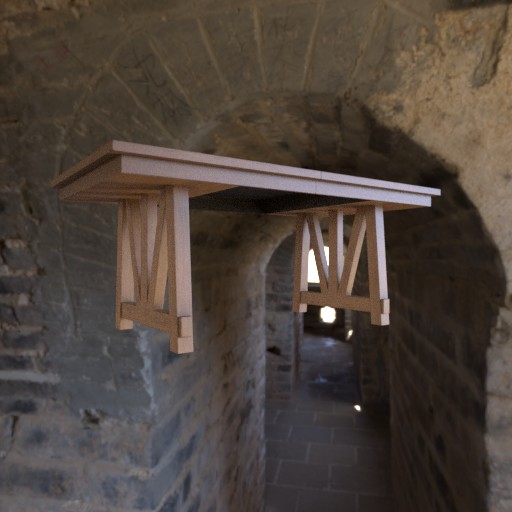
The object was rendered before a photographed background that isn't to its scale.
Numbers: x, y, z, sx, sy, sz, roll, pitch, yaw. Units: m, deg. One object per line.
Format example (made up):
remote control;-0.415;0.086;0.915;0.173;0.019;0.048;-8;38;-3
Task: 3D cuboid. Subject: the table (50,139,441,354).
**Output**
table;0.000;0.000;2.418;1.881;0.768;1.016;0;0;-35
